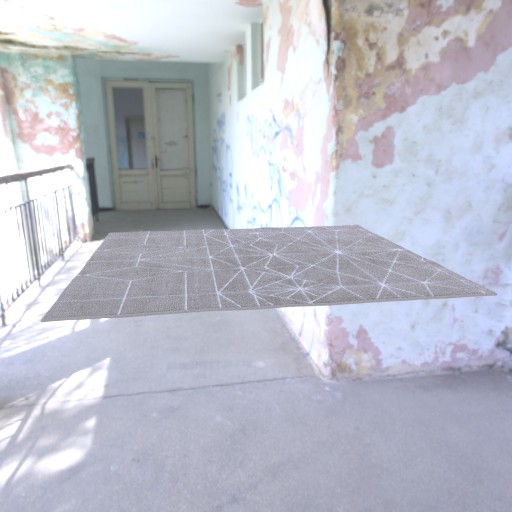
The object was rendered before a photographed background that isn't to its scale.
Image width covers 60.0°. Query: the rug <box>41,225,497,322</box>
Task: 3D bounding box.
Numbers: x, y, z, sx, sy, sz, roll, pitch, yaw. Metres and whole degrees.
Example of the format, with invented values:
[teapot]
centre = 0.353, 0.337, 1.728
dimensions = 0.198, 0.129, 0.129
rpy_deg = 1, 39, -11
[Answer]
[rug]
centre = 0.000, 0.000, 0.868
dimensions = 0.639, 0.006, 0.548
rpy_deg = -2, 15, -9
